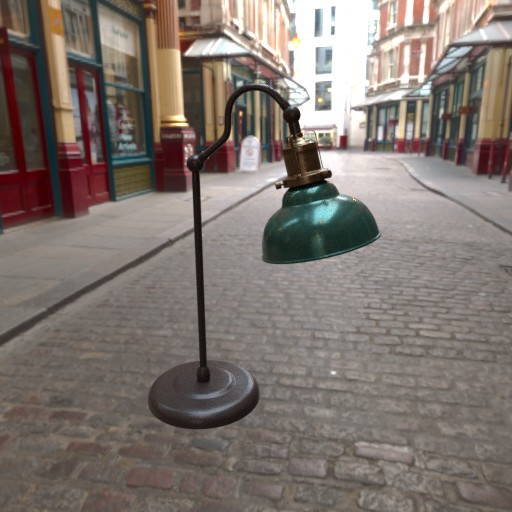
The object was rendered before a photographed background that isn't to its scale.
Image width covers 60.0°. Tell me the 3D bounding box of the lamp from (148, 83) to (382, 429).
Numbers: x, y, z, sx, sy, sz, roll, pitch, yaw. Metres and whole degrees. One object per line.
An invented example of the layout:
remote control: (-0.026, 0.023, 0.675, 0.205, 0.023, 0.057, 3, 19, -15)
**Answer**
lamp: (0.000, 0.000, 0.694, 0.374, 0.508, 0.192, 3, 14, 10)
